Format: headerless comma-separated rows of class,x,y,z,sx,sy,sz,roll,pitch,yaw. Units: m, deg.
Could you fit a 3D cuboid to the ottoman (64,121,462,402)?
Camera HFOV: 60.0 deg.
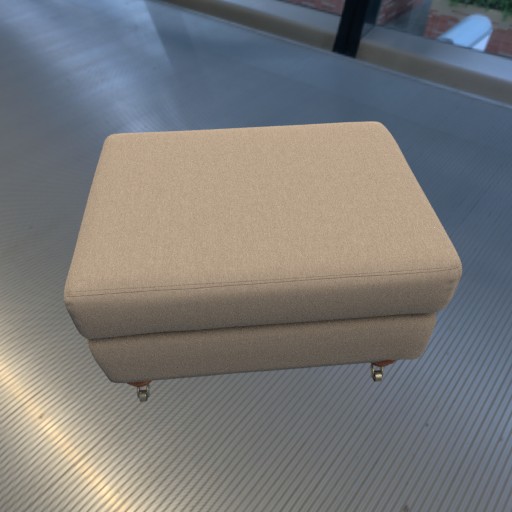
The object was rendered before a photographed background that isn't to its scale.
ottoman,0.000,0.000,1.140,0.773,0.497,0.574,-4,47,-4
